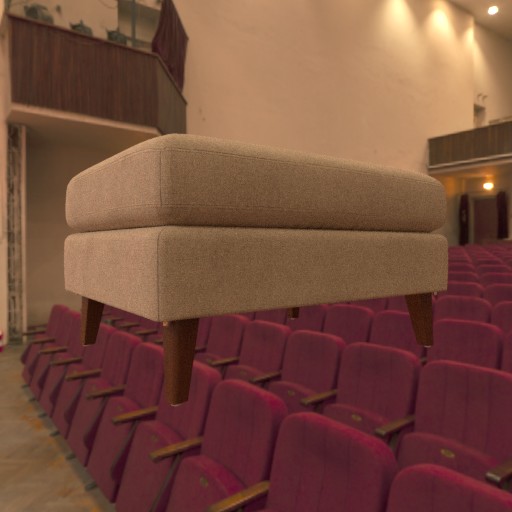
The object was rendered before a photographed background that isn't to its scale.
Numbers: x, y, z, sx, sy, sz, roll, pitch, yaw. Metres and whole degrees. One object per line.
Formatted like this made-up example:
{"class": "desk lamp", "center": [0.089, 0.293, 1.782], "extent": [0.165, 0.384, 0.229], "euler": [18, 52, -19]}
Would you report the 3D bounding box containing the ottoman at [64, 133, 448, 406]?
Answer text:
{"class": "ottoman", "center": [0.000, 0.000, 1.162], "extent": [0.823, 0.478, 0.610], "euler": [-1, 2, -36]}
